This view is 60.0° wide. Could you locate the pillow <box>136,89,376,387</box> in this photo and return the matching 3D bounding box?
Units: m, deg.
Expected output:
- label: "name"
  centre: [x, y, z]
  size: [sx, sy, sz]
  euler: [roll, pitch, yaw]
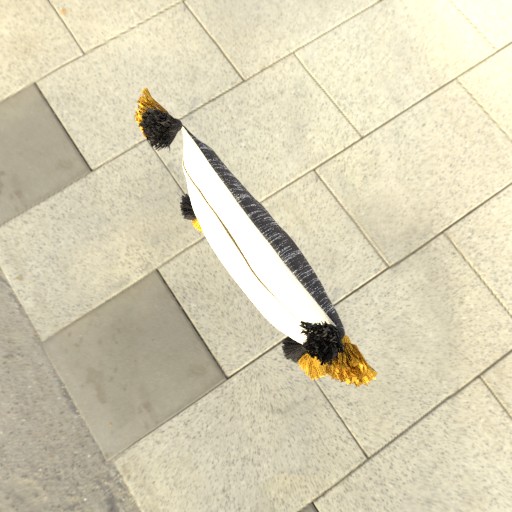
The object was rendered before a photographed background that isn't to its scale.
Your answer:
- label: "pillow"
  centre: [0.000, 0.000, 0.994]
  size: [0.139, 0.659, 0.654]
  euler: [-36, 79, -8]
